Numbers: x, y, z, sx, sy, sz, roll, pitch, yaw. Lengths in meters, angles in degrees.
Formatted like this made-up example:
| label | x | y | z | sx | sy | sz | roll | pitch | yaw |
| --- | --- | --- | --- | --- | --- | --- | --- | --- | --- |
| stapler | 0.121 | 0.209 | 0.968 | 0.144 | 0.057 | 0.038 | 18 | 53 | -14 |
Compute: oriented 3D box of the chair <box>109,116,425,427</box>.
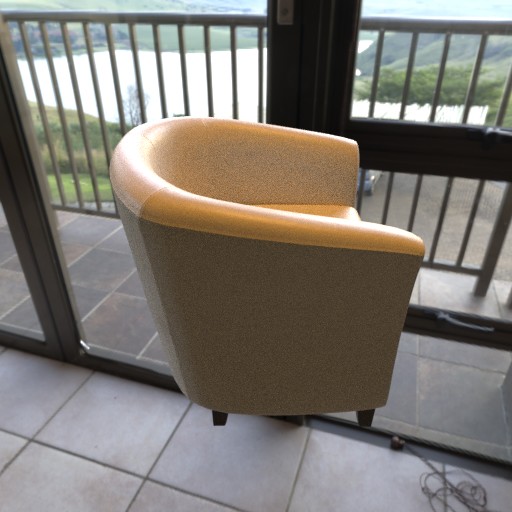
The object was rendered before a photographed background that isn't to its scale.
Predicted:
| label | x | y | z | sx | sy | sz | roll | pitch | yaw |
| --- | --- | --- | --- | --- | --- | --- | --- | --- | --- |
| chair | 0.000 | 0.000 | 1.365 | 0.727 | 0.756 | 0.792 | 0 | 31 | 0 |
